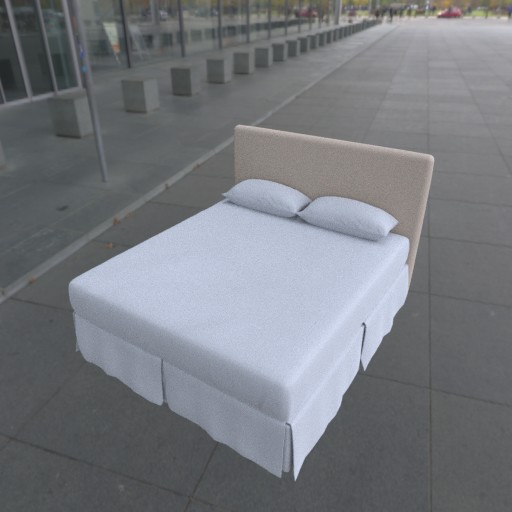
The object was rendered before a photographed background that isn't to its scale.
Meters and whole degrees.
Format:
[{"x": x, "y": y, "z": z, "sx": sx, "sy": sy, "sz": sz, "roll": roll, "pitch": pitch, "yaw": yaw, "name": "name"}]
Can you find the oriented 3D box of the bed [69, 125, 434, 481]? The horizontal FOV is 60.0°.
[{"x": 0.000, "y": 0.000, "z": 3.299, "sx": 1.884, "sy": 1.330, "sz": 2.142, "roll": 18, "pitch": 34, "yaw": 29, "name": "bed"}]
